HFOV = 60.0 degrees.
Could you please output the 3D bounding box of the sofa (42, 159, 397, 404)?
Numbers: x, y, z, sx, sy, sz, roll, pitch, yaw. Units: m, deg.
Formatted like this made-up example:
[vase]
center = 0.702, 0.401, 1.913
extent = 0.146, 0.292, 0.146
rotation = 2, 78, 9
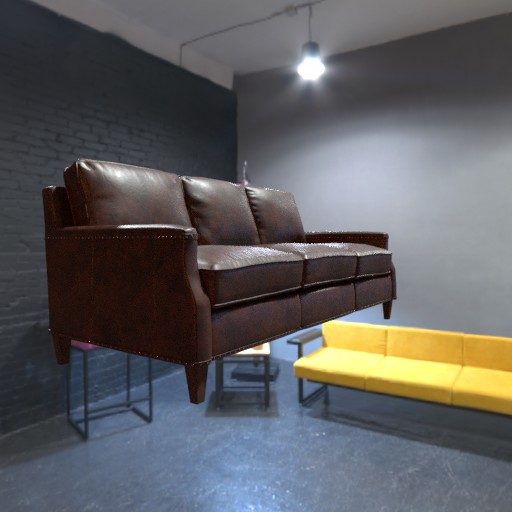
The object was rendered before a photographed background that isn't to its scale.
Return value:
[sofa]
center = 0.000, 0.000, 2.764
extent = 1.084, 1.003, 2.240
rotation = 2, 3, 35
